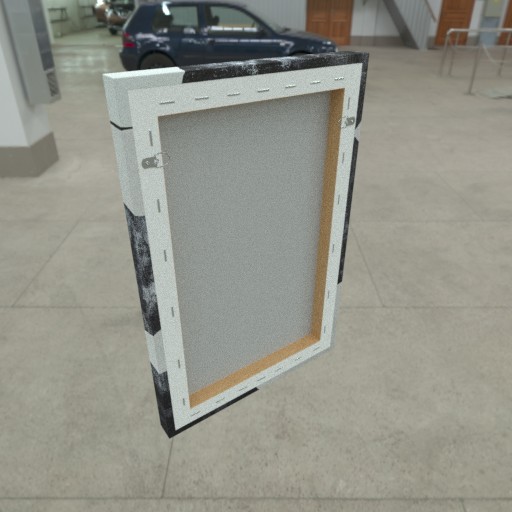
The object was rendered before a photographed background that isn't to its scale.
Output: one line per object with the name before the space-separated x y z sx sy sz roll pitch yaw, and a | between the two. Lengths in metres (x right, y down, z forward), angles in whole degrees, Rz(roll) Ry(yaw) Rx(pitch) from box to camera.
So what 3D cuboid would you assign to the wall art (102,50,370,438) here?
wall art | 0.000 0.000 0.754 0.407 0.610 0.039 -20 36 -30
